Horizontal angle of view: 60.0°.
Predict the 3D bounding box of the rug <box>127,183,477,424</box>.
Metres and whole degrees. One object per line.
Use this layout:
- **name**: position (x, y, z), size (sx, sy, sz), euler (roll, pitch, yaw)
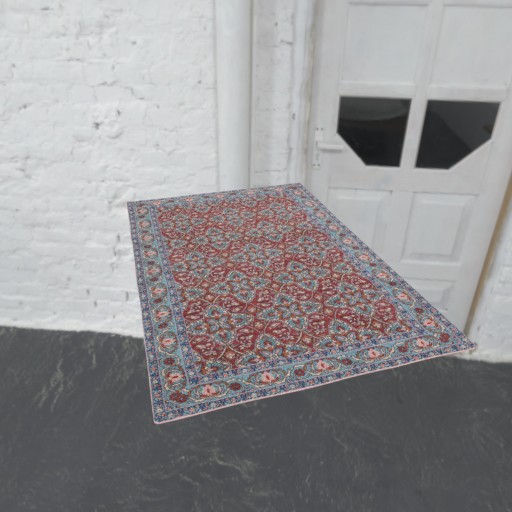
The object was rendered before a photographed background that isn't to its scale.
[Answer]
- **rug**: position (0.000, 0.000, 2.296), size (1.219, 0.009, 1.829), euler (-9, 31, -15)
